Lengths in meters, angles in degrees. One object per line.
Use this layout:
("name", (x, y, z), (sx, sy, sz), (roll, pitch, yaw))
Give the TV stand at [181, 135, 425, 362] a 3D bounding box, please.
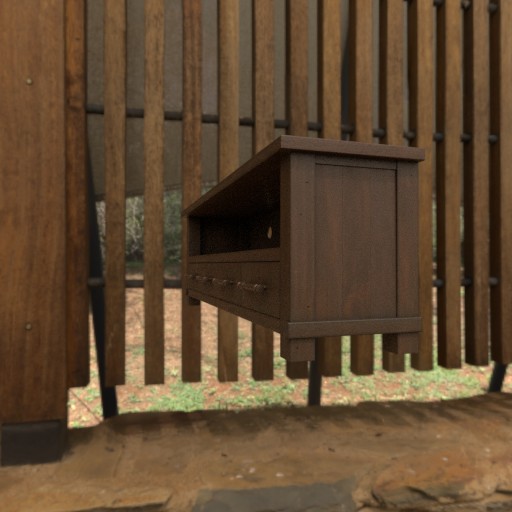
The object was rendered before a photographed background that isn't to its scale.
("TV stand", (0.000, 0.000, 2.134), (0.471, 0.615, 1.866), (0, -1, -18))
